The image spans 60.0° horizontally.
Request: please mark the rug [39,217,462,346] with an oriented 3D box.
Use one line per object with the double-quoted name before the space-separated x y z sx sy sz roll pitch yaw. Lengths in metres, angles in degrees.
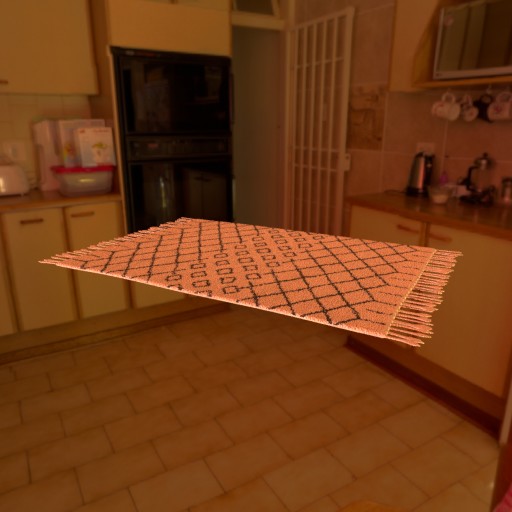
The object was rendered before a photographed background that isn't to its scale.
"rug" 0.000 0.000 3.201 2.615 0.029 1.664 9 19 27
